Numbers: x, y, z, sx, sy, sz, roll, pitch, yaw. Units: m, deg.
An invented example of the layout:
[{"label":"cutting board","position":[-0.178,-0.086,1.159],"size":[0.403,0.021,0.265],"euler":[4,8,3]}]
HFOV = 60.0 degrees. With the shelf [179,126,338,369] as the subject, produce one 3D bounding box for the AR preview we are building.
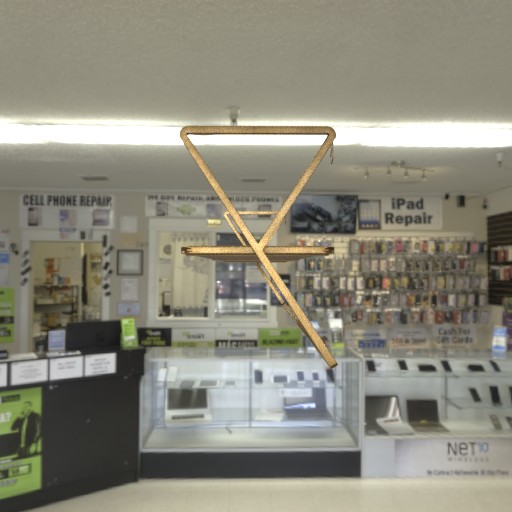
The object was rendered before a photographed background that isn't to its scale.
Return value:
[{"label":"shelf","position":[0.000,0.000,0.738],"size":[0.150,0.229,0.645],"euler":[0,-2,0]}]
